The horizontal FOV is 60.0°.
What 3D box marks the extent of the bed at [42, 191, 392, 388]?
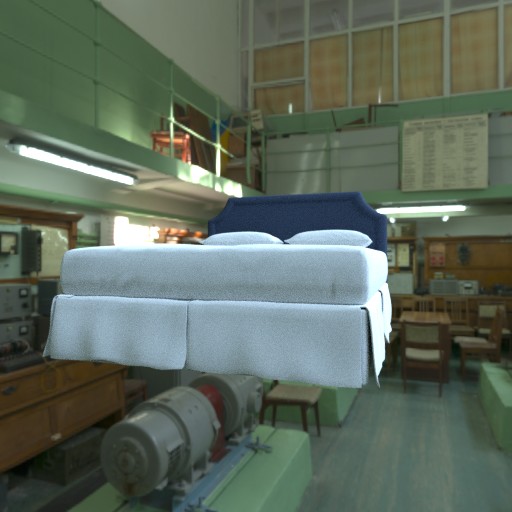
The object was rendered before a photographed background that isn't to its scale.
[{"bbox_3d":[0.000,0.000,4.074,2.350,1.488,2.773,0,0,19],"label":"bed"}]
